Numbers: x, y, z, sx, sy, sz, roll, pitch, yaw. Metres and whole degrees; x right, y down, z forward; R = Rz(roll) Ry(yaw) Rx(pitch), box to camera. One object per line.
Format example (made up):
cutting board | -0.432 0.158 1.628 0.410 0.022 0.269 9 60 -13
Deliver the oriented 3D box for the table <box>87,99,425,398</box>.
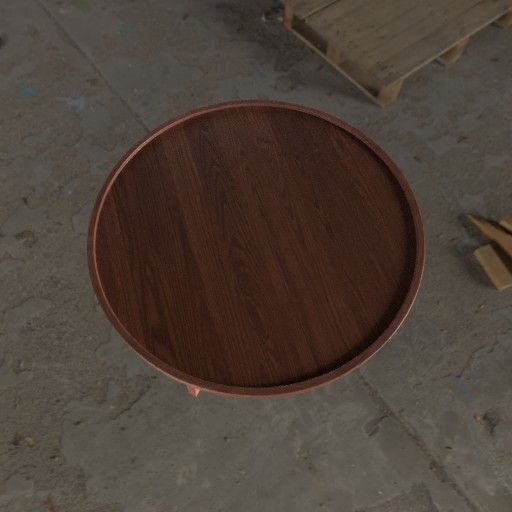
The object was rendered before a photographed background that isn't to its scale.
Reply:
table | 0.000 0.000 1.224 0.800 0.360 0.800 0 64 0
